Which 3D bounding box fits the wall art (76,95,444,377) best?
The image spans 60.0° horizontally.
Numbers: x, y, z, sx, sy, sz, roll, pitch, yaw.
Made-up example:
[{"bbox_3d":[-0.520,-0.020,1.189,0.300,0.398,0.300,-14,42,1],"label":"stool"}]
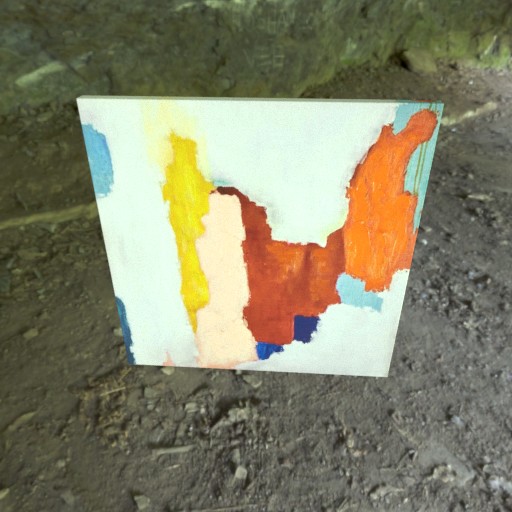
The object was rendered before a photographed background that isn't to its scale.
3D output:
[{"bbox_3d":[0.000,0.000,1.496,1.017,1.017,0.044,2,31,3],"label":"wall art"}]
